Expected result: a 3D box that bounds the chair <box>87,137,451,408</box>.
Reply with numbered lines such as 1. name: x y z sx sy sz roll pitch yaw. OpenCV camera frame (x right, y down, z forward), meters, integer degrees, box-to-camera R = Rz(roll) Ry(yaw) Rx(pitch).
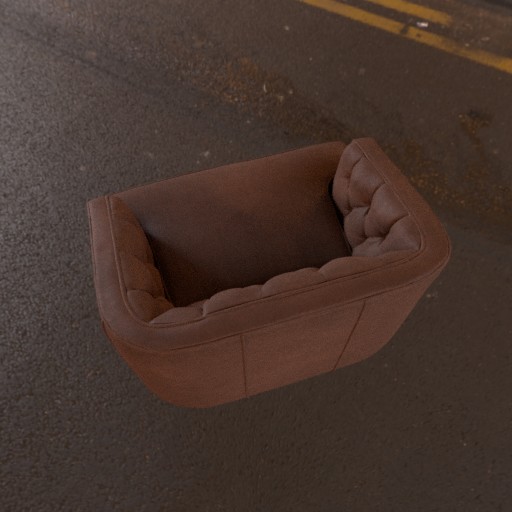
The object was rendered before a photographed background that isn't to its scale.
1. chair: 0.000 0.000 1.725 1.118 0.787 0.914 -15 60 -9
